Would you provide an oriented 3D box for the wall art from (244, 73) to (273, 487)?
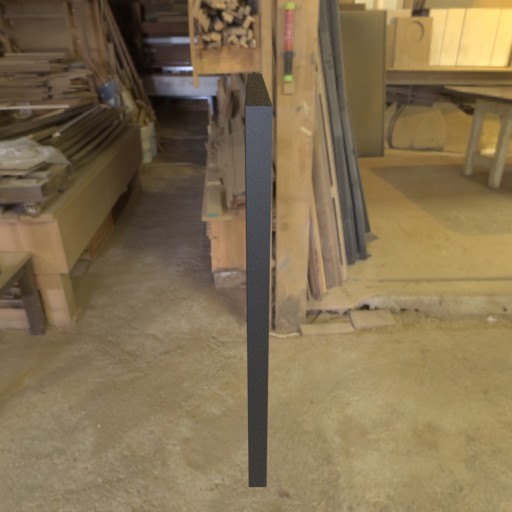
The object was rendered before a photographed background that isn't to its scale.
[{"bbox_3d":[0.000,0.000,0.702,0.025,0.508,0.432,0,26,-1],"label":"wall art"}]
